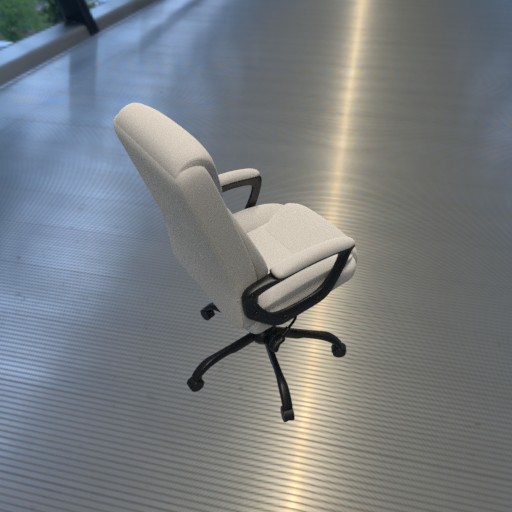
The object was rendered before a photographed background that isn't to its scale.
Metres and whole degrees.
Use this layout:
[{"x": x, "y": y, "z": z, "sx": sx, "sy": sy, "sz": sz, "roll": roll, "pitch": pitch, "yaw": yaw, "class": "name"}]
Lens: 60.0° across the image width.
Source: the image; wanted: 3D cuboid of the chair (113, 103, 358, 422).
[{"x": 0.000, "y": 0.000, "z": 1.503, "sx": 0.669, "sy": 1.065, "sz": 0.663, "roll": -23, "pitch": 44, "yaw": -25, "class": "chair"}]
